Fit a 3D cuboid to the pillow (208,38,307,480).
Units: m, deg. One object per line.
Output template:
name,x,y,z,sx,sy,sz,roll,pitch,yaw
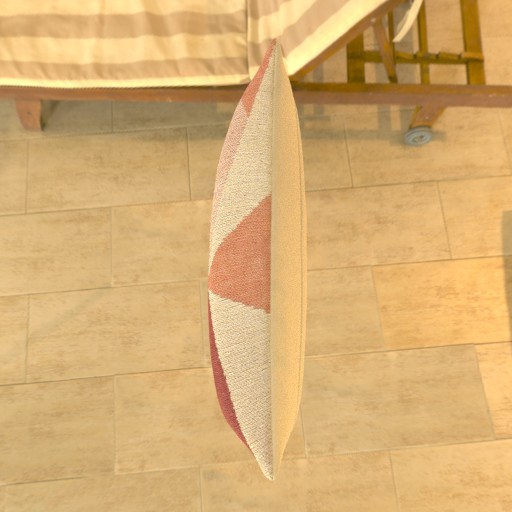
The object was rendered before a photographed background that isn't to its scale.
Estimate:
pillow,0.000,0.000,0.722,0.155,0.292,0.609,1,76,0
